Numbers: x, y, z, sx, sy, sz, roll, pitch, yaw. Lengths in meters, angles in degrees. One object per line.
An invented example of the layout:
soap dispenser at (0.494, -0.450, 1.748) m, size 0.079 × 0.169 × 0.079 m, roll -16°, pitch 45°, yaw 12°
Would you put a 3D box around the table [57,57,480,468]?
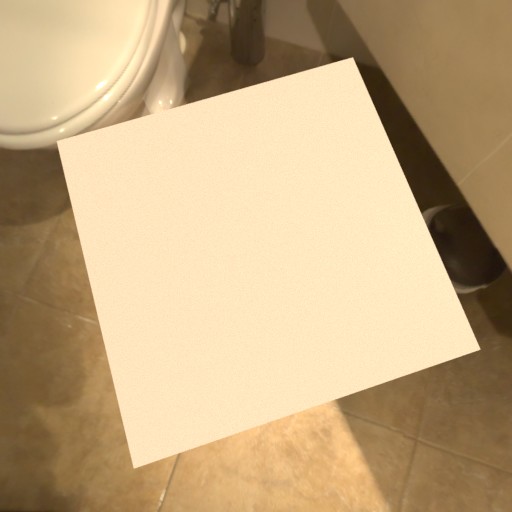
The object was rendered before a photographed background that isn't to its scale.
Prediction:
table at (0.000, 0.000, 1.064) m, size 0.700 × 0.289 × 0.700 m, roll -17°, pitch 77°, yaw -4°
